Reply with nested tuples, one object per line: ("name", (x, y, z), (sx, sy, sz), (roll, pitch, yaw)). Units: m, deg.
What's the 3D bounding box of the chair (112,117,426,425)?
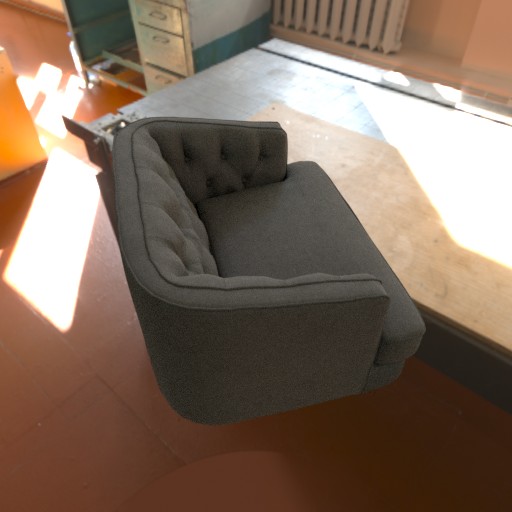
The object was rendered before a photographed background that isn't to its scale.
("chair", (0.000, 0.000, 1.774), (0.941, 0.852, 1.104), (-11, 46, -11))
